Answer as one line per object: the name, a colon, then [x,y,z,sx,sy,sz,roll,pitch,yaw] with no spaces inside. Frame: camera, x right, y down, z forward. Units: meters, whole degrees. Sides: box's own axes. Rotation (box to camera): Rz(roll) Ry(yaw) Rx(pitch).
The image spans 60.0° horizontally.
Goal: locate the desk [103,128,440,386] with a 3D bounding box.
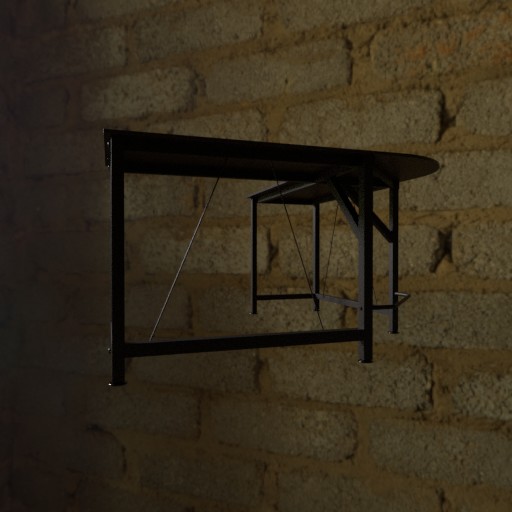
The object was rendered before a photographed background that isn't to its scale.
desk: [0.000,0.000,2.180,1.400,0.762,1.400,0,1,-18]
